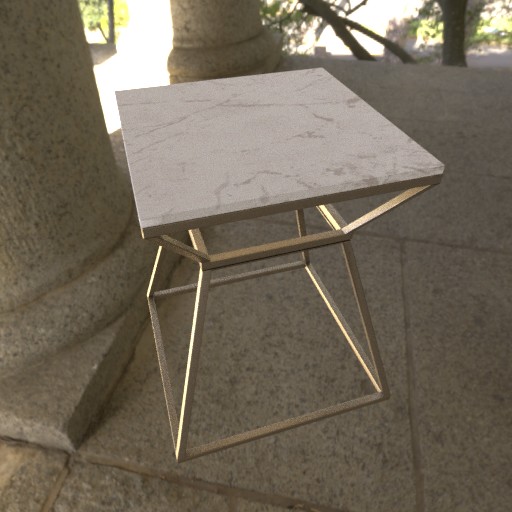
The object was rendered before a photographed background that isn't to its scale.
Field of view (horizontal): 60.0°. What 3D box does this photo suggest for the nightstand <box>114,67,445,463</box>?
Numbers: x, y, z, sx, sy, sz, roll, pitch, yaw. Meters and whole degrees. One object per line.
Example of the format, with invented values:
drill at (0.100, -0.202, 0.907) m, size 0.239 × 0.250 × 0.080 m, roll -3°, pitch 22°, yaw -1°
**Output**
nightstand at (0.000, 0.000, 0.875) m, size 0.455 × 0.554 × 0.455 m, roll -12°, pitch 43°, yaw -13°
